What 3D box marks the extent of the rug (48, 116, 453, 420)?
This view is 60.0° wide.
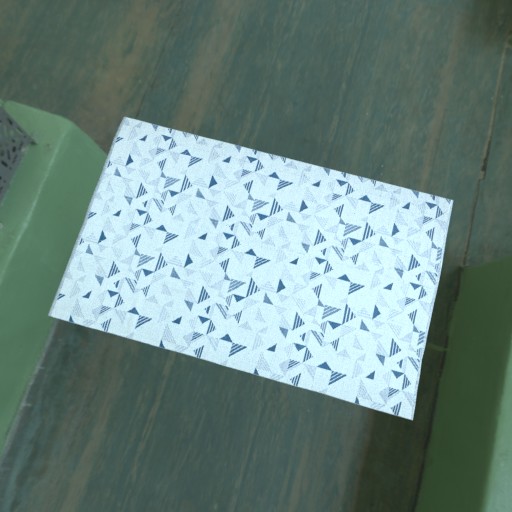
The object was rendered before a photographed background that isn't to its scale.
[{"bbox_3d":[0.000,0.000,3.013,2.457,0.009,1.512,15,77,4],"label":"rug"}]
